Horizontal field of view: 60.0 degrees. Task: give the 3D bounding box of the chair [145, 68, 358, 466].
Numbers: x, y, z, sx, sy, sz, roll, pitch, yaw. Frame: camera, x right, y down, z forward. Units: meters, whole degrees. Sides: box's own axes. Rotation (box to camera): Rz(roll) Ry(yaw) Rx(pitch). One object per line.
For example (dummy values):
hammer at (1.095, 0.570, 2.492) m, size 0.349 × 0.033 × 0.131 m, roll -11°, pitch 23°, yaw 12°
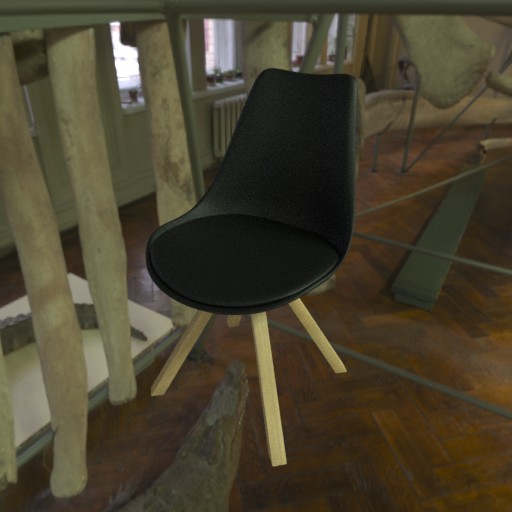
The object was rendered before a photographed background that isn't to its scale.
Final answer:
chair at (0.000, 0.000, 1.160) m, size 0.485 × 0.850 × 0.549 m, roll 18°, pitch 34°, yaw 28°
